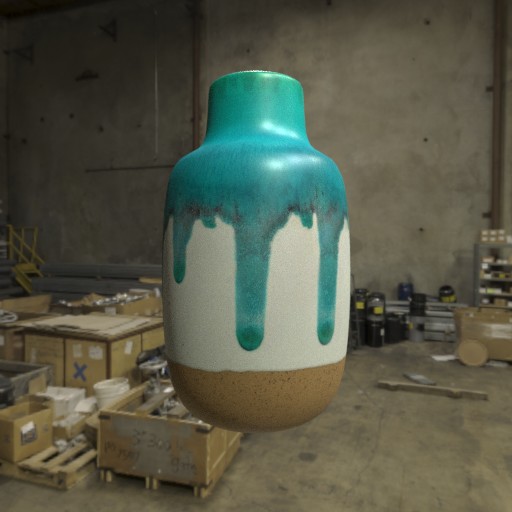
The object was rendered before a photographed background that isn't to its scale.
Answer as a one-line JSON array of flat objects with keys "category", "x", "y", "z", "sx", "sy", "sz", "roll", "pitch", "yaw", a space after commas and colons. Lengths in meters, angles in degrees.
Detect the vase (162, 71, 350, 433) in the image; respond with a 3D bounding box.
[{"category": "vase", "x": 0.000, "y": 0.000, "z": 0.255, "sx": 0.106, "sy": 0.192, "sz": 0.106, "roll": 0, "pitch": 1, "yaw": 0}]
